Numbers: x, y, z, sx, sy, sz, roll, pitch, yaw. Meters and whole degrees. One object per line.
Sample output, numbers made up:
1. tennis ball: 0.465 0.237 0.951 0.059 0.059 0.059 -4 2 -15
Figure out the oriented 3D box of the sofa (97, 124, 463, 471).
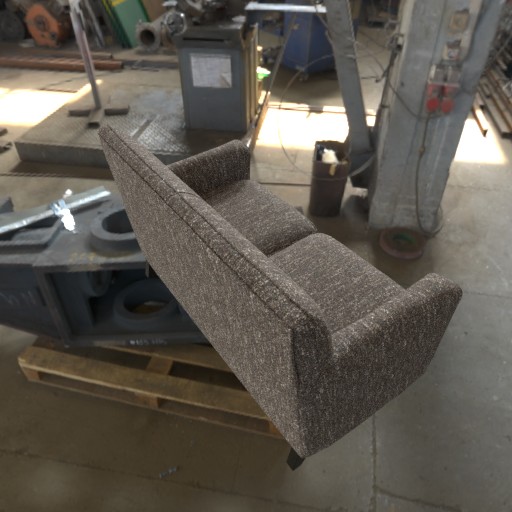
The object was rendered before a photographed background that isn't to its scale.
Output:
1. sofa: 0.000 0.000 2.006 0.801 0.946 1.519 -24 45 -26
